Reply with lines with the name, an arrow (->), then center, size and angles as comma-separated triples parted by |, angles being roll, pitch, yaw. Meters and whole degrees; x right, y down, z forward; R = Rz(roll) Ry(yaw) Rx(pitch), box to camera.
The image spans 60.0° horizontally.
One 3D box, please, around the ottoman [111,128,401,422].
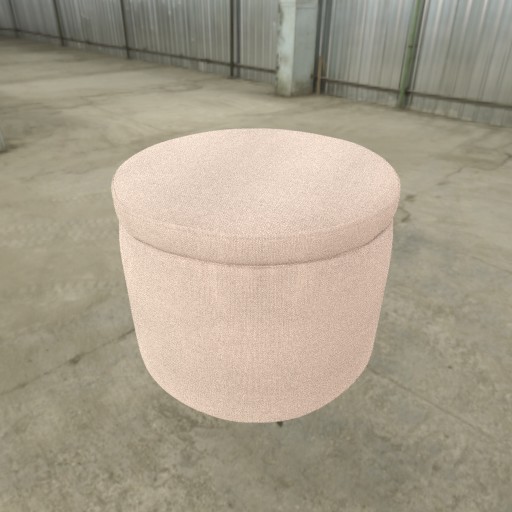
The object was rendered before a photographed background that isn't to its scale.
ottoman -> 0.000, 0.000, 0.867 | 0.497, 0.409, 0.497 | 0, 30, 0
